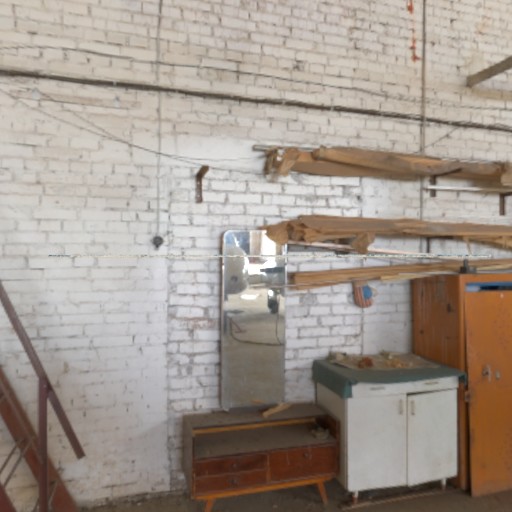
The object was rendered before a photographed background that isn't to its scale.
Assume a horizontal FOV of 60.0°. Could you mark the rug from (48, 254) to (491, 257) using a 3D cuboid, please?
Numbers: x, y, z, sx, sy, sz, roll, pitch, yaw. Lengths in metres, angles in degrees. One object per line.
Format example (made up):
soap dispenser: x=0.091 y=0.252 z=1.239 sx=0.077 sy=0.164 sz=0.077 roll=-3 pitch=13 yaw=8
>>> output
rug: x=0.000 y=0.000 z=2.698 sx=2.434 sy=0.013 sz=0.770 roll=0 pitch=0 yaw=18
